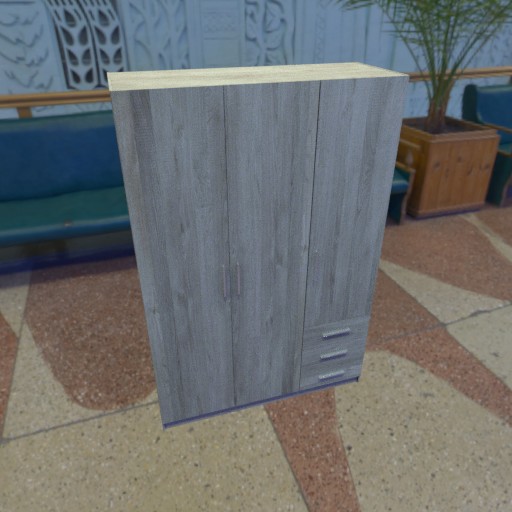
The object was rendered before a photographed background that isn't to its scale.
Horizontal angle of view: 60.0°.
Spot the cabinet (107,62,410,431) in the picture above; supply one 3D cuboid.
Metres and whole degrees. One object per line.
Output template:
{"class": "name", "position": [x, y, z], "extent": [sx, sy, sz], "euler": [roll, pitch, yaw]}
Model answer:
{"class": "cabinet", "position": [0.000, 0.000, 2.492], "extent": [1.290, 1.910, 0.510], "euler": [-9, 31, -15]}
